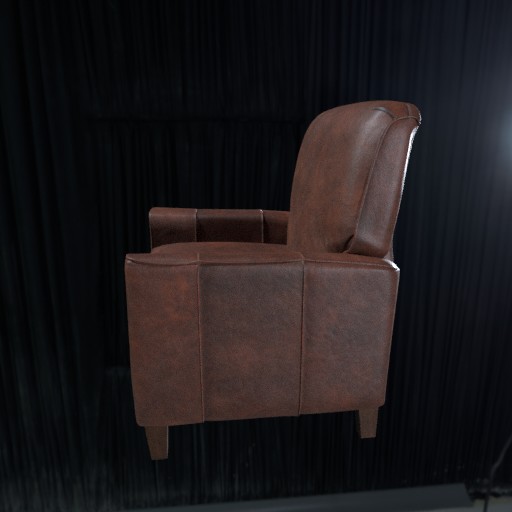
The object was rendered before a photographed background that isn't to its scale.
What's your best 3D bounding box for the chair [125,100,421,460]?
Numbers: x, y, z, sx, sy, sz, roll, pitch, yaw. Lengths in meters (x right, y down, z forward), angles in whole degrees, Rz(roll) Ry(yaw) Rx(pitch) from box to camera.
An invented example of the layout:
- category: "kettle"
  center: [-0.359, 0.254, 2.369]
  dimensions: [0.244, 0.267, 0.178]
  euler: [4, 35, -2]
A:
- category: "chair"
  center: [0.000, 0.000, 1.593]
  dimensions: [0.836, 1.043, 0.843]
  euler: [-2, 16, -8]
